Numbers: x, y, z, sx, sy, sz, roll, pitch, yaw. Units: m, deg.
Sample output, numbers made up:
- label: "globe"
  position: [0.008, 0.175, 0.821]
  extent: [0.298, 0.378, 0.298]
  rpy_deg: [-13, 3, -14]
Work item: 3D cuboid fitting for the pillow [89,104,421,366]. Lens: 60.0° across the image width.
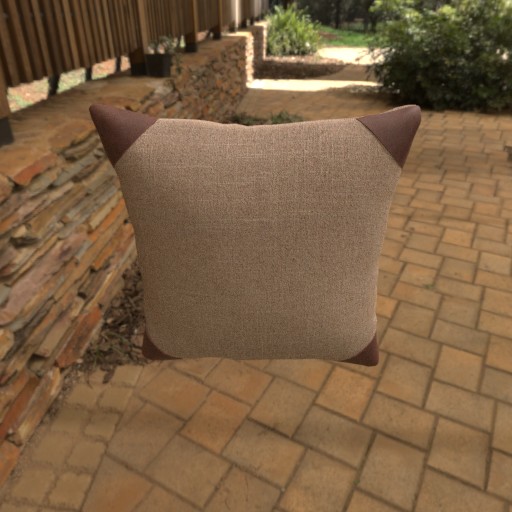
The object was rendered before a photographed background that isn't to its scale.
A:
- label: "pillow"
  position: [0.000, 0.000, 0.681]
  extent: [0.437, 0.448, 0.147]
  rpy_deg: [0, 30, 0]
